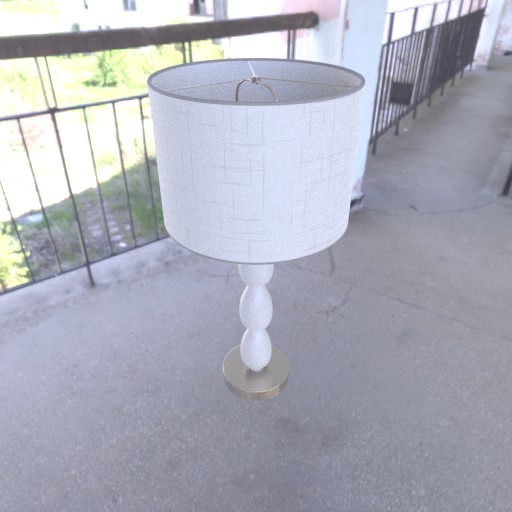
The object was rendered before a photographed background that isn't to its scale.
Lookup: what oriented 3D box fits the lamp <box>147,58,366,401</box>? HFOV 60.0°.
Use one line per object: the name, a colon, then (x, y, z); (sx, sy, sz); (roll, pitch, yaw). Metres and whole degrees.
lamp: (0.000, 0.000, 0.729); (0.280, 0.559, 0.282); (-21, 39, -30)
